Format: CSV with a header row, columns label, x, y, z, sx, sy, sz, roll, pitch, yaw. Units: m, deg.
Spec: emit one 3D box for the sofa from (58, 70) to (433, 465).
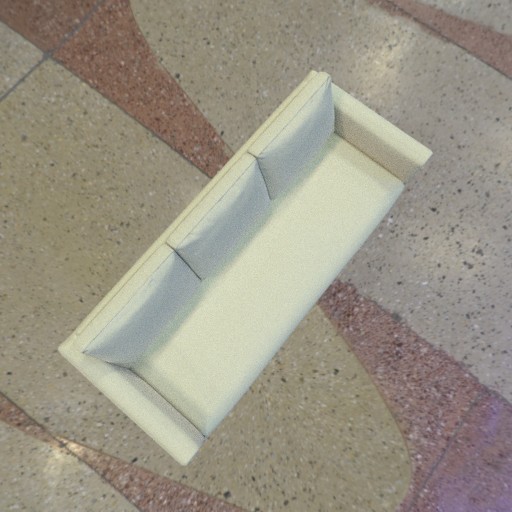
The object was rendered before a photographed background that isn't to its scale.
label,x,y,z,sx,sy,sz,roll,pitch,yaw
sofa,0.000,0.000,2.644,0.902,0.911,2.198,38,79,9
